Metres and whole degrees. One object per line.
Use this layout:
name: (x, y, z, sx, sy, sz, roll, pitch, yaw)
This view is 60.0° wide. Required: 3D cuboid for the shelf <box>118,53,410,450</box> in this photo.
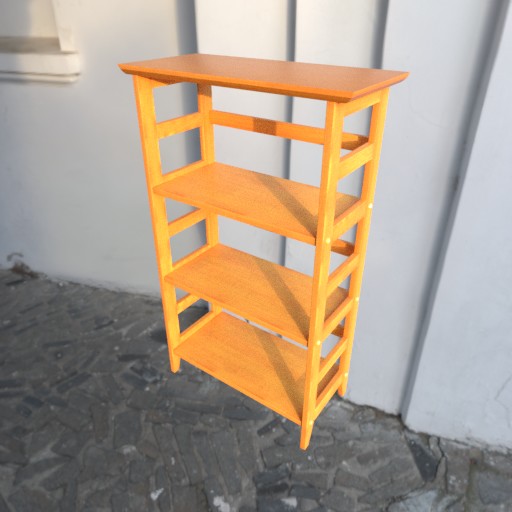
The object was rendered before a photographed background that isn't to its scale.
shelf: (0.000, 0.000, 1.354, 0.660, 1.067, 0.305, 20, 36, 30)
